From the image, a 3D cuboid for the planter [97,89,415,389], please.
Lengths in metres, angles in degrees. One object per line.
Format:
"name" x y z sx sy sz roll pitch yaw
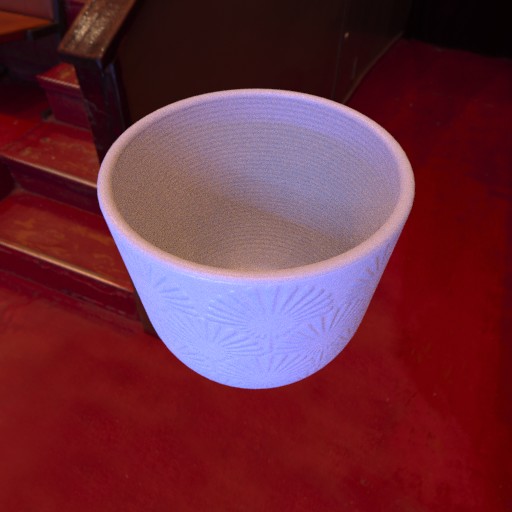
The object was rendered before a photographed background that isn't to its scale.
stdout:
"planter" 0.000 0.000 0.297 0.170 0.152 0.170 0 47 0
